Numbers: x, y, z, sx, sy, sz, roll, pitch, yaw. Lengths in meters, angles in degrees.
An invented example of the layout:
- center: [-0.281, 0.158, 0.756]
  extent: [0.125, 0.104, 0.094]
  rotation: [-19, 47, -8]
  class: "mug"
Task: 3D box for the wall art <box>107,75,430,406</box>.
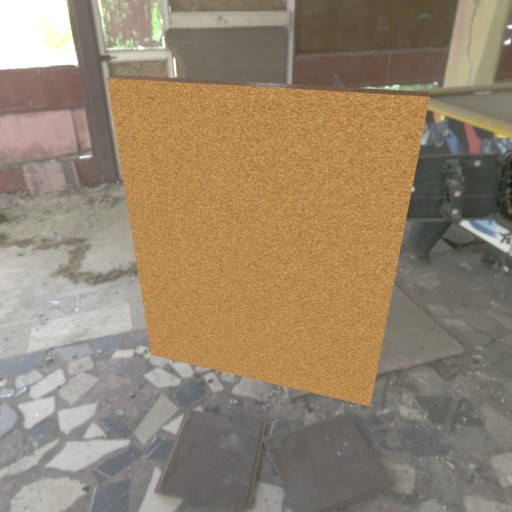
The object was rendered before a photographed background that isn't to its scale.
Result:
- center: [0.000, 0.000, 0.774]
  extent: [0.467, 0.567, 0.033]
  rotation: [9, 32, 15]
  class: "wall art"
